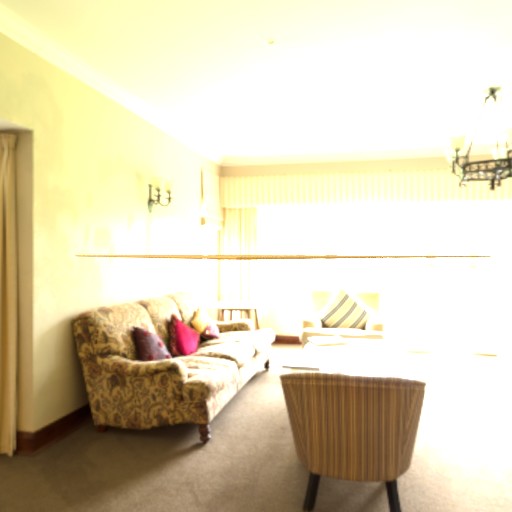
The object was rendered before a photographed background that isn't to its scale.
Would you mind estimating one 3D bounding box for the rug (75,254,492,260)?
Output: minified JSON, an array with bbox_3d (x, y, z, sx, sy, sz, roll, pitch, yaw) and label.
[{"bbox_3d":[0.000,0.000,3.907,2.353,0.014,2.945,0,0,-36],"label":"rug"}]
